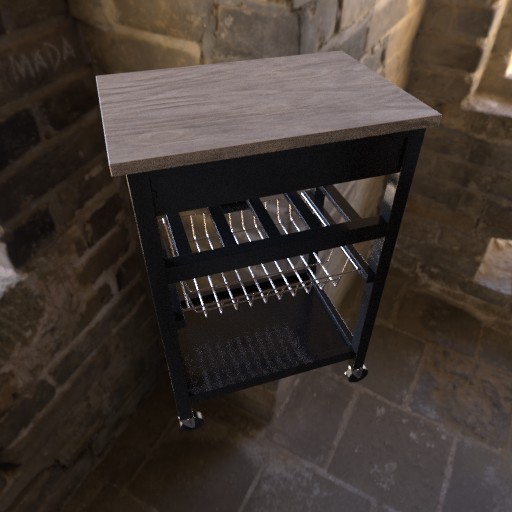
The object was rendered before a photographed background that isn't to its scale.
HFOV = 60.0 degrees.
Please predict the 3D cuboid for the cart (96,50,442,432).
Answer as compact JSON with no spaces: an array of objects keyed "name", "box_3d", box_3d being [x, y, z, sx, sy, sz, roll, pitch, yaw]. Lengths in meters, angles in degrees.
[{"name":"cart","box_3d":[0.000,0.000,1.137,0.584,0.839,0.403,-12,42,-14]}]
